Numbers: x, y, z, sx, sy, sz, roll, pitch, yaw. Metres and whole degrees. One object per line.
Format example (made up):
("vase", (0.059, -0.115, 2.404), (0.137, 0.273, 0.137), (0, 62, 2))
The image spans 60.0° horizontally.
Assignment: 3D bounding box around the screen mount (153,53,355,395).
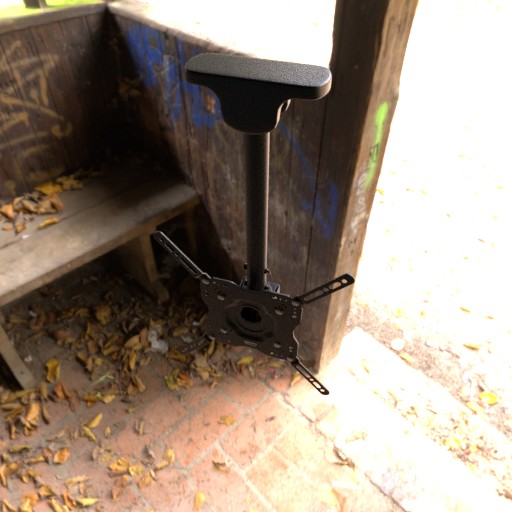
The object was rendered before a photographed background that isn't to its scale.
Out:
("screen mount", (0.000, 0.000, 0.877), (0.393, 0.729, 0.090), (13, 45, 13))
